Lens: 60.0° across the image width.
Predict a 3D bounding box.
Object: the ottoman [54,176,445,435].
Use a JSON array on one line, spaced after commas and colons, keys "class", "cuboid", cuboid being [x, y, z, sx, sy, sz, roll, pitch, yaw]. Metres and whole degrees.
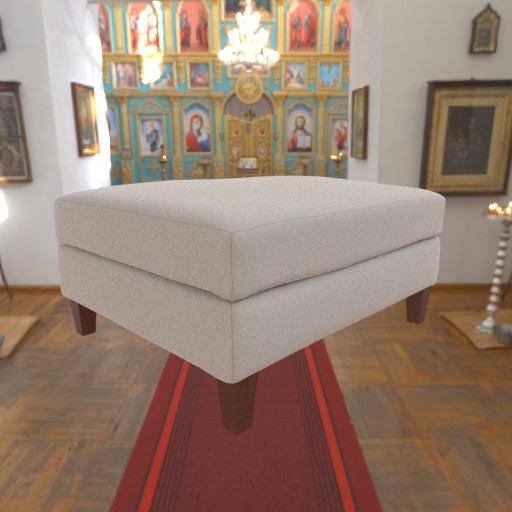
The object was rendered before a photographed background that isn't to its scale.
[{"class": "ottoman", "cuboid": [0.000, 0.000, 1.439, 0.836, 0.492, 0.976, 13, 18, 43]}]
